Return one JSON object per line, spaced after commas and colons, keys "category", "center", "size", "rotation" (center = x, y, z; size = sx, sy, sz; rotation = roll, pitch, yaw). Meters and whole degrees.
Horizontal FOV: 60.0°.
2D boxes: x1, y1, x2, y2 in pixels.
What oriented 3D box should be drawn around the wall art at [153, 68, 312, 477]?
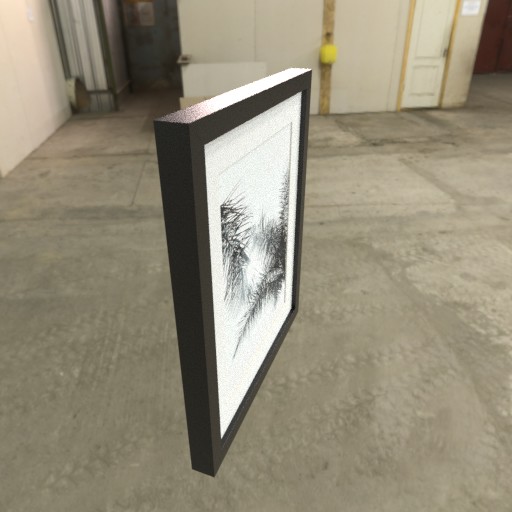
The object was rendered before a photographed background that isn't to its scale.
{"category": "wall art", "center": [0.000, 0.000, 0.529], "size": [0.028, 0.380, 0.325], "rotation": [11, 31, 18]}
